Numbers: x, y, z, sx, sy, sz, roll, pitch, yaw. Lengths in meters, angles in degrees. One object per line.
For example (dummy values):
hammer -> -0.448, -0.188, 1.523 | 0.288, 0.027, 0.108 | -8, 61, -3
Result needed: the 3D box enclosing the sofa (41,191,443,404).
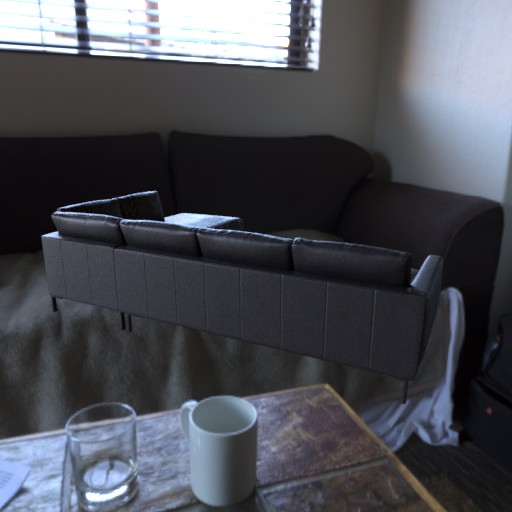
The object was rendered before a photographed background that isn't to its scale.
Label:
sofa -> 0.000, 0.000, 3.796 | 2.984, 0.877, 1.938 | 8, 18, 26
